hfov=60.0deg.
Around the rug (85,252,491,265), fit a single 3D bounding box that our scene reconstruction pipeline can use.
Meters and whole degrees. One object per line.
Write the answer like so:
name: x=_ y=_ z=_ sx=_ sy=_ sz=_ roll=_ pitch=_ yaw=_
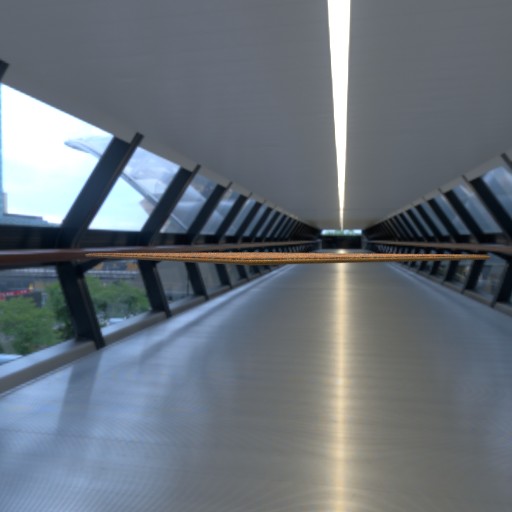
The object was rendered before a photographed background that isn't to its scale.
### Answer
rug: x=0.000 y=0.000 z=2.862 sx=1.588 sy=0.024 sz=2.204 roll=-1 pitch=1 yaw=-35
